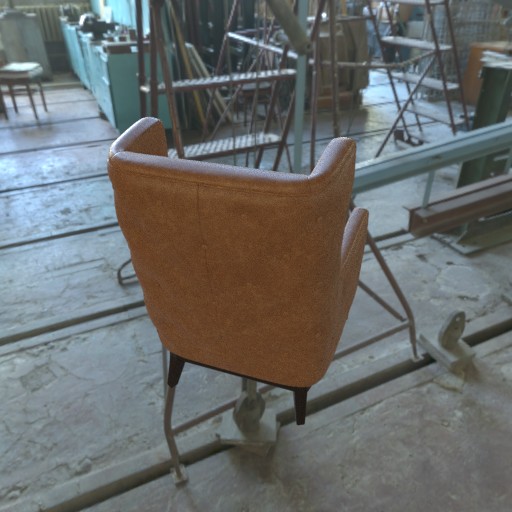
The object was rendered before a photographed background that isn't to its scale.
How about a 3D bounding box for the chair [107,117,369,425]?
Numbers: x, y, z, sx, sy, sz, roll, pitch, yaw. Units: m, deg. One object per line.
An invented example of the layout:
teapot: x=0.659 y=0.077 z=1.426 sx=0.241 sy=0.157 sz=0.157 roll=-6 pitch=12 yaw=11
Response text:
chair: x=0.000 y=0.000 z=1.723 sx=0.766 sy=1.079 sz=0.899 roll=11 pitch=34 yaw=16
